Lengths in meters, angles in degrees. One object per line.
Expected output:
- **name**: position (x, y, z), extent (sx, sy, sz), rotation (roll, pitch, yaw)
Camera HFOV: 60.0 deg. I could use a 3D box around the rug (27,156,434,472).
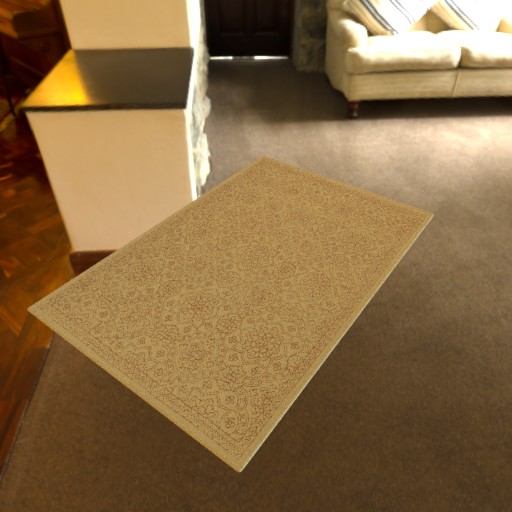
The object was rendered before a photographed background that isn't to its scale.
- **rug**: position (0.000, 0.000, 2.280), extent (1.219, 0.010, 1.829), rotation (25, 46, 27)
